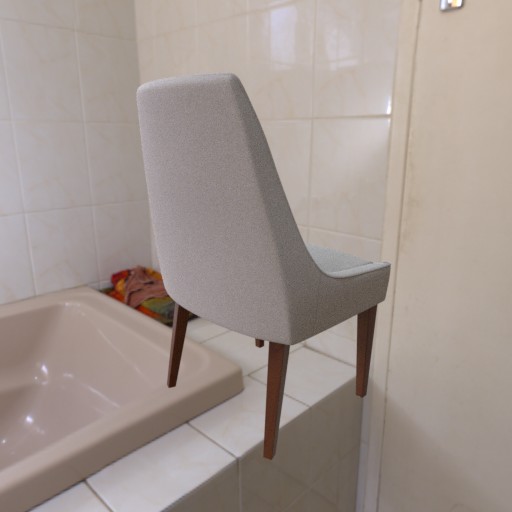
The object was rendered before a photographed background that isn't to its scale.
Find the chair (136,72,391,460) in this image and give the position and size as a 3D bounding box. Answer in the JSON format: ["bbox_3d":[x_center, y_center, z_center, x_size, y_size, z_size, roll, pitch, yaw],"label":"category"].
[{"bbox_3d":[0.000,0.000,1.200,0.544,0.861,0.529,-14,21,-42],"label":"chair"}]
